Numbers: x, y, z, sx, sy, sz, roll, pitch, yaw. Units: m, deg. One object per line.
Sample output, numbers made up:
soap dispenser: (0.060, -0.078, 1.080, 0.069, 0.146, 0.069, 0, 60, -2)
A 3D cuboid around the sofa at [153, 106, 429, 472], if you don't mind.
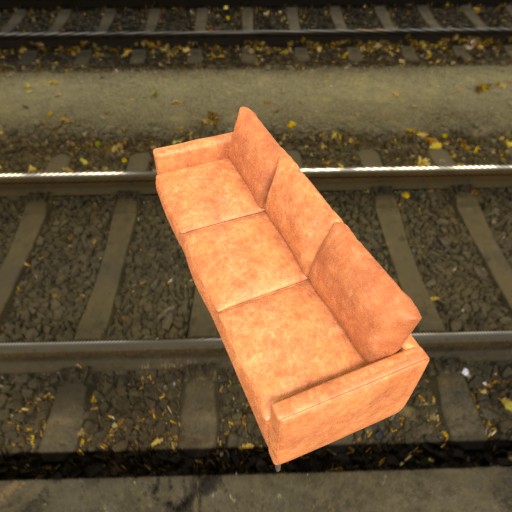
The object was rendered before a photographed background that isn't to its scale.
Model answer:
sofa: (0.000, 0.000, 2.513, 0.748, 0.863, 2.029, -17, 49, -16)
